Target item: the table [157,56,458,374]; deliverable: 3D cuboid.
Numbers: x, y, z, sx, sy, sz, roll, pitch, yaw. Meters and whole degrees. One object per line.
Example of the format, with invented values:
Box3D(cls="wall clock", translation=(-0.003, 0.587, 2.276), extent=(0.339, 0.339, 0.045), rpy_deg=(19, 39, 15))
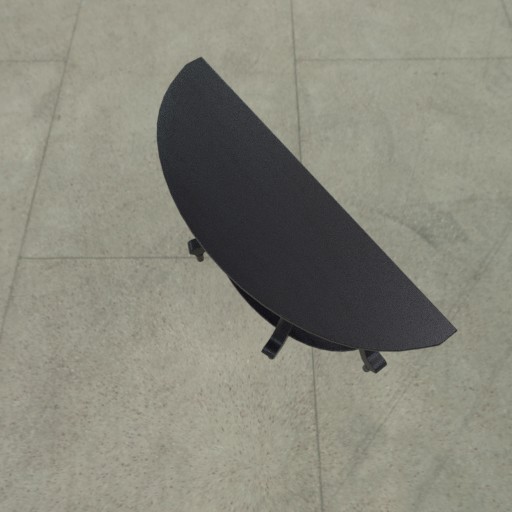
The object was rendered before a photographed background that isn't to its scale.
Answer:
Box3D(cls="table", translation=(0.000, 0.000, 1.589), extent=(0.394, 0.692, 1.198), rpy_deg=(-33, 69, -14))
